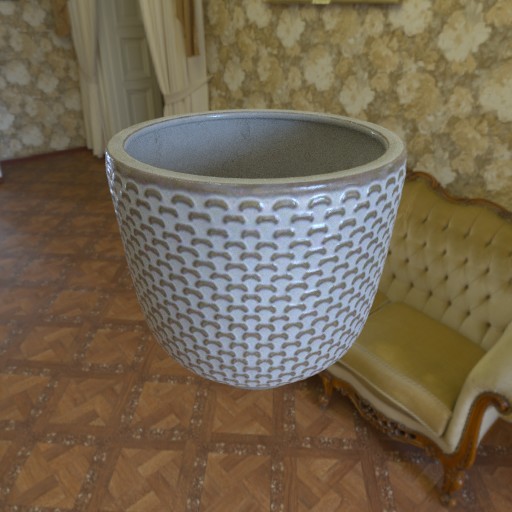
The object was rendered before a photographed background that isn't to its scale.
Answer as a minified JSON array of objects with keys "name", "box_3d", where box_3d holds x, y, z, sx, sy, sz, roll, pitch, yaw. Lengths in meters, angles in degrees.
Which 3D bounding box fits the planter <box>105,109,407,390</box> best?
[{"name":"planter","box_3d":[0.000,0.000,0.240,0.139,0.130,0.139,0,29,0]}]
